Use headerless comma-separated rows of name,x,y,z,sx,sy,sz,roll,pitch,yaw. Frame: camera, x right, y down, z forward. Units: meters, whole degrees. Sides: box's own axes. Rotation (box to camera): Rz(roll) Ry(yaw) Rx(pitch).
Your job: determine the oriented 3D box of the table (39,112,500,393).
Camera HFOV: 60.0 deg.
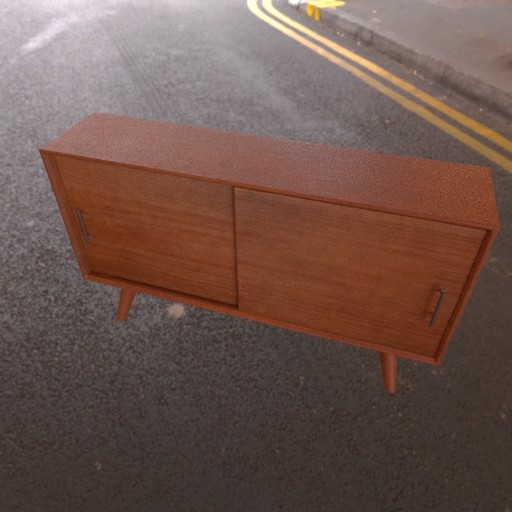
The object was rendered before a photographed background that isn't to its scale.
table,0.000,0.000,1.444,1.220,0.698,0.308,12,42,14
